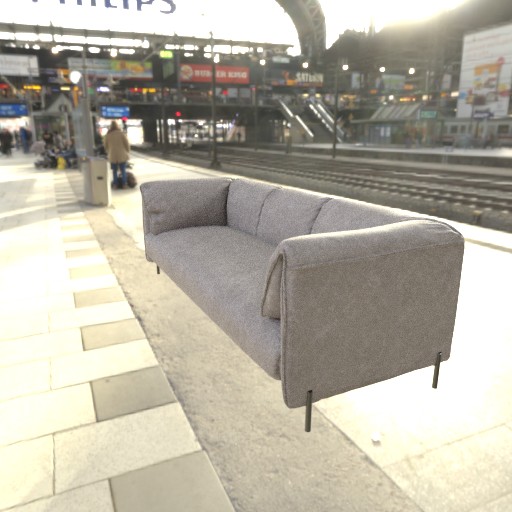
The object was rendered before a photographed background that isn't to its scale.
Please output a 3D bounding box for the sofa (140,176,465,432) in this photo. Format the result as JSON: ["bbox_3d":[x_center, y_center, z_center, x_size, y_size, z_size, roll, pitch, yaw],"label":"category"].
[{"bbox_3d":[0.000,0.000,2.672,0.899,0.758,2.238,-8,17,-26],"label":"sofa"}]
